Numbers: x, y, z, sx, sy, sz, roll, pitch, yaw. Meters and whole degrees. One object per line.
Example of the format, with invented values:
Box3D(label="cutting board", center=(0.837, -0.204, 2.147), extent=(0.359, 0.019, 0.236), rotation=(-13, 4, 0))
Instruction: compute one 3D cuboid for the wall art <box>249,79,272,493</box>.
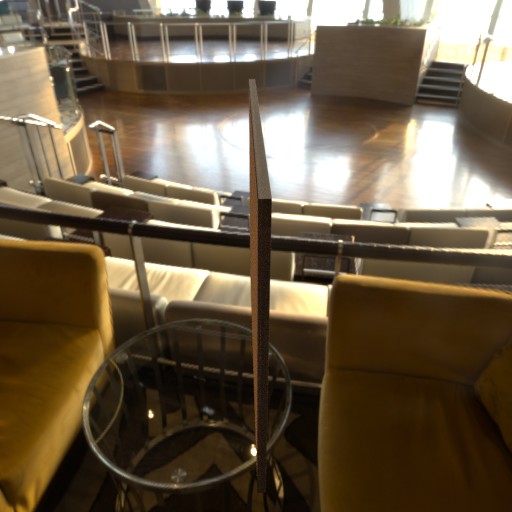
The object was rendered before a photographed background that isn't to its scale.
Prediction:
Box3D(label="wall art", center=(0.000, 0.000, 1.413), extent=(0.023, 0.875, 1.033), rotation=(-1, 32, -1))
